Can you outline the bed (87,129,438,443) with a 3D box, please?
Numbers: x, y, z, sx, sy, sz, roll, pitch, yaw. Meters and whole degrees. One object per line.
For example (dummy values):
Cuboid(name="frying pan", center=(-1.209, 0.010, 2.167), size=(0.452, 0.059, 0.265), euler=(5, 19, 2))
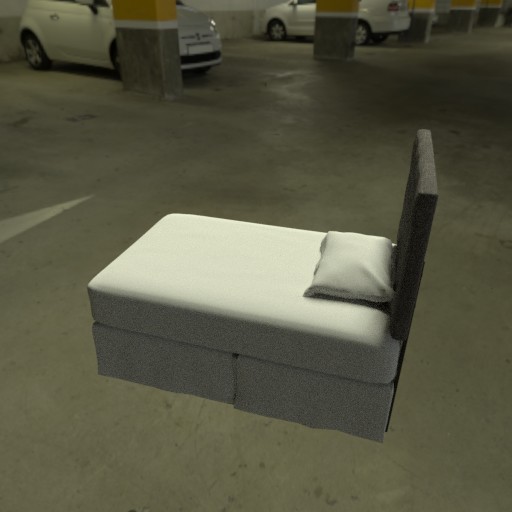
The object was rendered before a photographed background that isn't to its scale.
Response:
Cuboid(name="bed", center=(0.000, 0.000, 2.976), size=(1.997, 1.571, 1.261), euler=(9, 31, 15))
